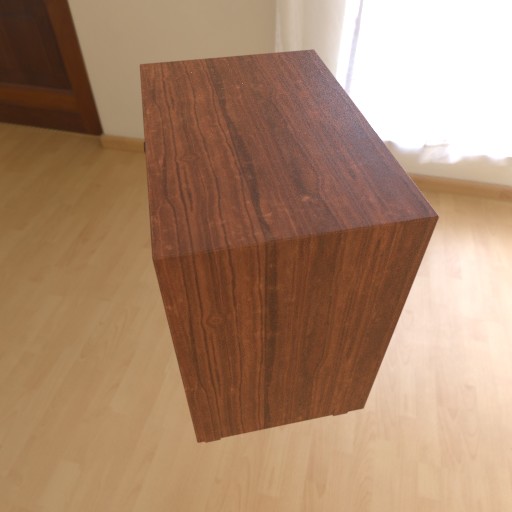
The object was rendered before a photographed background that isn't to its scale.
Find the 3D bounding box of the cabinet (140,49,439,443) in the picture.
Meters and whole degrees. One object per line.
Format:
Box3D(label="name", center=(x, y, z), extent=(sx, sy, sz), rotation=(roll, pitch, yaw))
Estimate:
Box3D(label="cabinet", center=(0.000, 0.000, 1.055), extent=(0.410, 0.695, 0.607), rotation=(-9, 47, -8))
